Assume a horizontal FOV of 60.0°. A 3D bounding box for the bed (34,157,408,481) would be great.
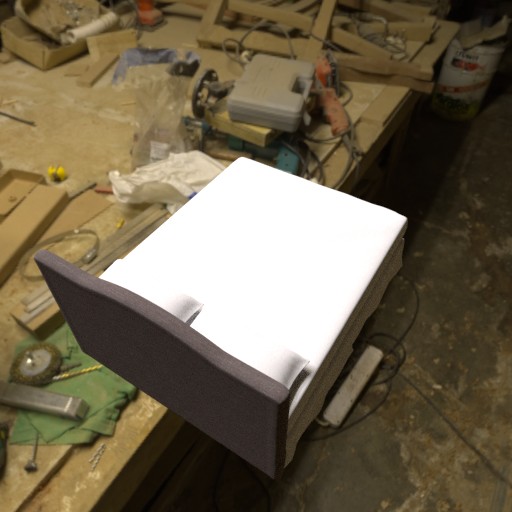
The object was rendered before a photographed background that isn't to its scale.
[{"bbox_3d":[0.000,0.000,3.982,2.161,1.457,2.689,25,52,22],"label":"bed"}]
